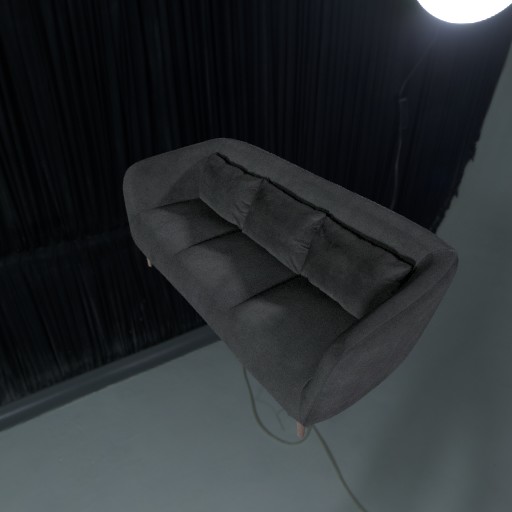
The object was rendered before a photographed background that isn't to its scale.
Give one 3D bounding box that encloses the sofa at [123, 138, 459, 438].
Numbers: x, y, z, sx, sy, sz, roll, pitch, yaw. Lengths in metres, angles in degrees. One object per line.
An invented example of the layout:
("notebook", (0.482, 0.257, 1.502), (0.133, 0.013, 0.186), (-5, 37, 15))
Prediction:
("sofa", (0.000, 0.000, 2.754), (0.956, 0.875, 2.296), (-20, 38, -29))
